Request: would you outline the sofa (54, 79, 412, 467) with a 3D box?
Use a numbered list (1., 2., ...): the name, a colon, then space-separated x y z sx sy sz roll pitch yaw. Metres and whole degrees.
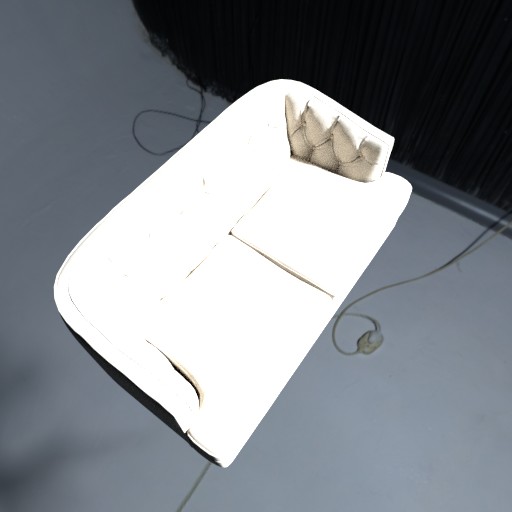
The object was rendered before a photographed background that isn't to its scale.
1. sofa: 0.000 0.000 2.236 0.940 0.878 1.731 31 63 18
